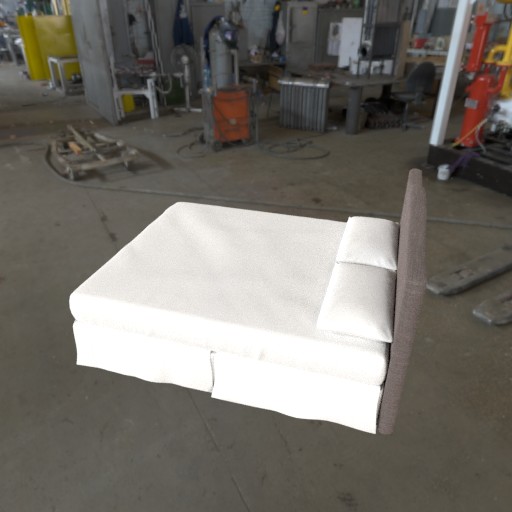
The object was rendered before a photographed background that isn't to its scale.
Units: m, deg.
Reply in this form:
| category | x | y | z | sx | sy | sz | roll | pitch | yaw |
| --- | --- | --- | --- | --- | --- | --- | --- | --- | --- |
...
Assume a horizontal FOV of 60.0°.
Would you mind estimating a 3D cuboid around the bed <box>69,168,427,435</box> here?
| category | x | y | z | sx | sy | sz | roll | pitch | yaw |
| --- | --- | --- | --- | --- | --- | --- | --- | --- | --- |
| bed | 0.000 | 0.000 | 4.042 | 2.689 | 1.457 | 2.161 | 9 | 31 | 15 |
